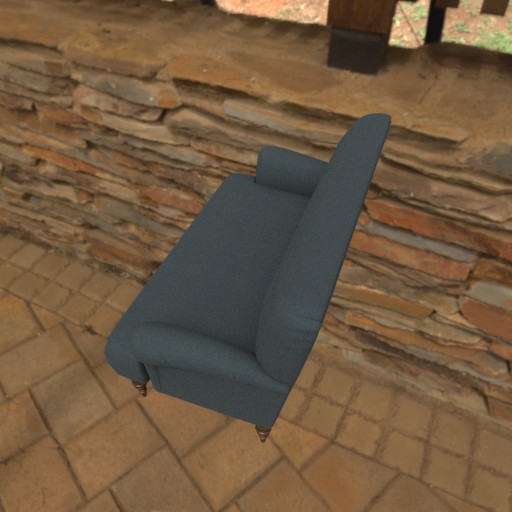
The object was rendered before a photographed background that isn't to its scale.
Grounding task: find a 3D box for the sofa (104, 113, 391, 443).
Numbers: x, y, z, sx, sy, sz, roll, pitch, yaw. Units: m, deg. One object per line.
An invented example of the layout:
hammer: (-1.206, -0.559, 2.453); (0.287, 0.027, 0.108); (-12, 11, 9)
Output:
sofa: (0.000, 0.000, 1.859); (0.779, 0.889, 1.297); (15, 47, 15)
